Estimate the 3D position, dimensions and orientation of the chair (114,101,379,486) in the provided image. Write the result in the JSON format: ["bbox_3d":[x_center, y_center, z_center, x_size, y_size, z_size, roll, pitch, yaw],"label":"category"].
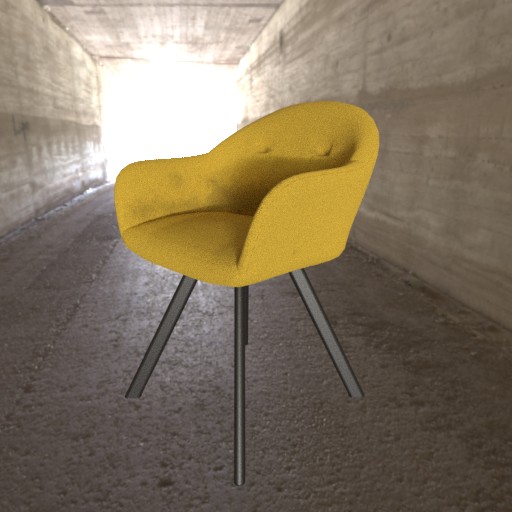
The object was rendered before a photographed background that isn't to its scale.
[{"bbox_3d":[0.000,0.000,1.142,0.545,0.775,0.565,15,22,43],"label":"chair"}]
